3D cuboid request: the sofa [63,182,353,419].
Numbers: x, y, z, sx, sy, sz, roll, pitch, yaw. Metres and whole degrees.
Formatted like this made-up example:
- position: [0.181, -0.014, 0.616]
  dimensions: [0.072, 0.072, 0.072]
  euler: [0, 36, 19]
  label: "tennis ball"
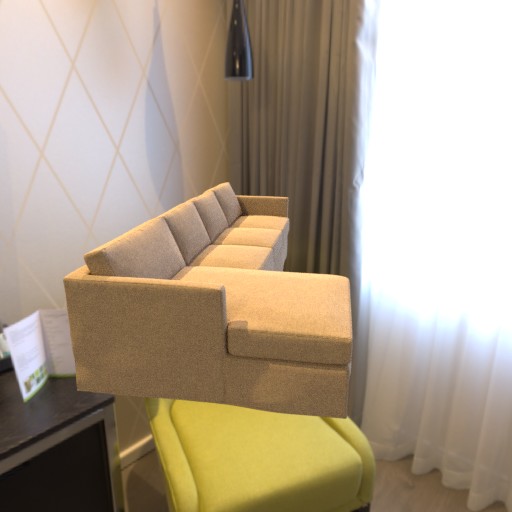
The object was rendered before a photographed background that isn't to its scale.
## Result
- position: [0.000, 0.000, 3.888]
  dimensions: [1.638, 0.920, 3.198]
  euler: [3, 17, 10]
  label: "sofa"
